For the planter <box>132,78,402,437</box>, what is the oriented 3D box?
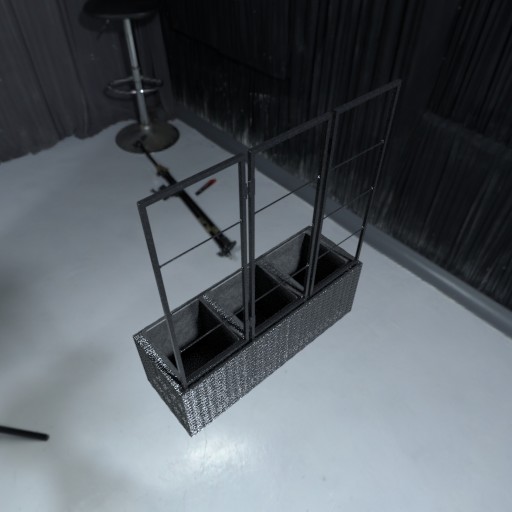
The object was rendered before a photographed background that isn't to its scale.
[{"bbox_3d":[0.000,0.000,1.190,0.698,0.841,0.244,-32,54,-27],"label":"planter"}]
